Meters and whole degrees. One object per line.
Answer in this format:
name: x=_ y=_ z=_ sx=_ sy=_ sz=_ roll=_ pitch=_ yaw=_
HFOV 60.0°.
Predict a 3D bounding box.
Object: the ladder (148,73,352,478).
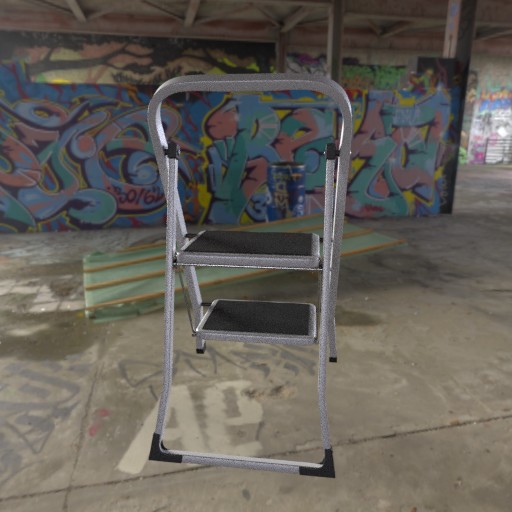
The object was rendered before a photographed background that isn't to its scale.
ladder: x=0.000 y=0.000 z=1.102 sx=0.460 sy=0.810 sz=0.544 roll=2 pitch=16 yaw=7
